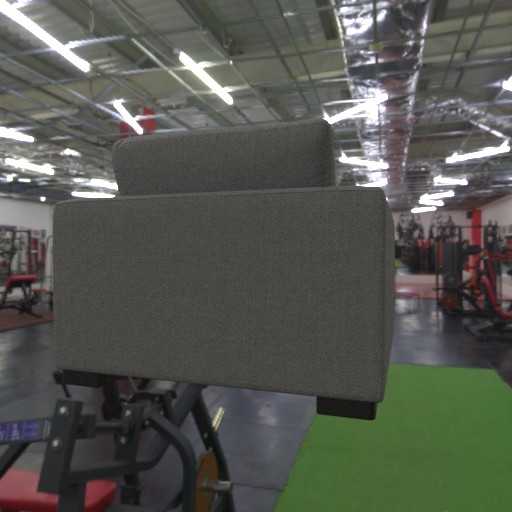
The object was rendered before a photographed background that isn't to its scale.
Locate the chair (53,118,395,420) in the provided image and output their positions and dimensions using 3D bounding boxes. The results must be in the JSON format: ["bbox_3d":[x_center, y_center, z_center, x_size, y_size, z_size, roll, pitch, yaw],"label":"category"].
[{"bbox_3d":[0.000,0.000,1.819,1.070,0.847,1.100,0,1,19],"label":"chair"}]
